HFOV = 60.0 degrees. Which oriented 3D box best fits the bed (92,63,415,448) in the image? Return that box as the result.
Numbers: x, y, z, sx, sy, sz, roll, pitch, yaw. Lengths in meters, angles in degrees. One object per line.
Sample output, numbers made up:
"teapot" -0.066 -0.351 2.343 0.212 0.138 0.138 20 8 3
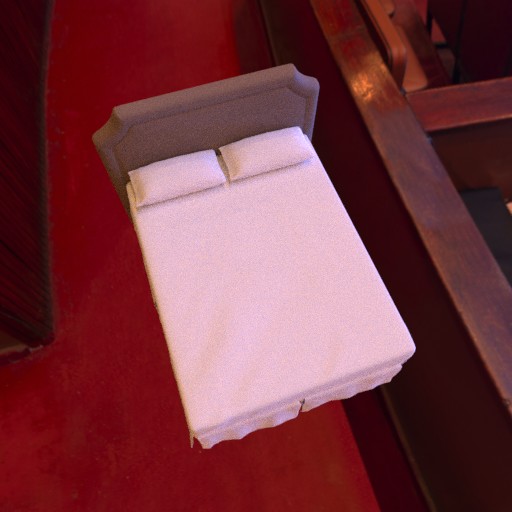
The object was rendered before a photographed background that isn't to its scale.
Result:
"bed" 0.000 0.000 3.138 1.693 1.290 2.116 -17 65 -8
